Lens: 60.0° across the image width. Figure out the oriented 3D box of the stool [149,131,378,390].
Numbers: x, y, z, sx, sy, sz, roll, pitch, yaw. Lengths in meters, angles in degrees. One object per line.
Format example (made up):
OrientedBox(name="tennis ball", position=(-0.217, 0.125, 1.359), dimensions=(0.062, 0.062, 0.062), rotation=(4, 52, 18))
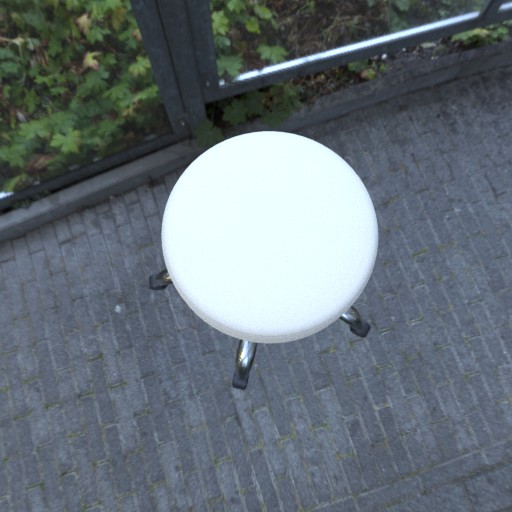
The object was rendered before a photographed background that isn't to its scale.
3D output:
OrientedBox(name="stool", position=(0.000, 0.000, 1.065), dimensions=(0.614, 0.482, 0.634), rotation=(-5, 76, -1))
